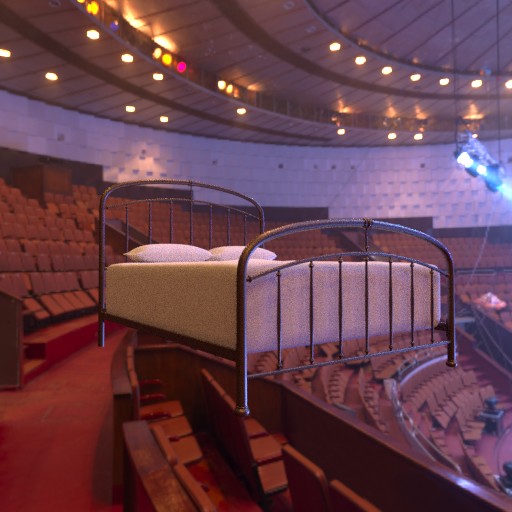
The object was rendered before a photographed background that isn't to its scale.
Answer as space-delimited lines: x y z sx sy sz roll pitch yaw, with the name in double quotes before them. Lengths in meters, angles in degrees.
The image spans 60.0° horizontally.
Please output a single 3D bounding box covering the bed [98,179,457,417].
"bed" 0.000 0.000 3.296 1.711 1.475 2.168 1 -2 -35
